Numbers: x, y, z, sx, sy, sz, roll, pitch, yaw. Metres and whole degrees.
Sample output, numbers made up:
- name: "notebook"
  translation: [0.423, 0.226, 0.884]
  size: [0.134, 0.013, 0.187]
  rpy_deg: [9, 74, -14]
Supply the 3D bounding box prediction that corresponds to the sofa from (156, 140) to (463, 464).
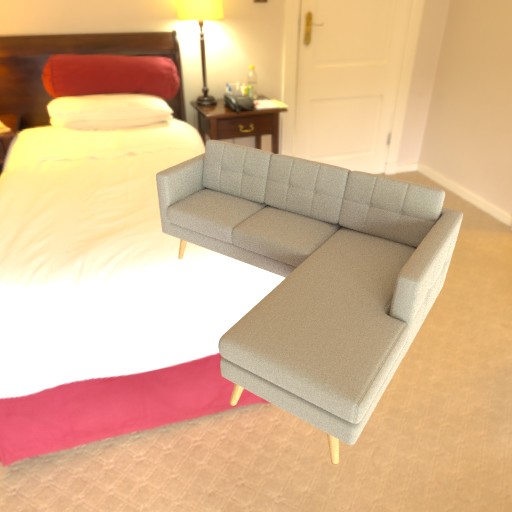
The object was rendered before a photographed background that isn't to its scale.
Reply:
- name: "sofa"
  translation: [0.000, 0.000, 2.769]
  size: [2.040, 0.860, 1.530]
  rpy_deg: [20, 37, 29]
